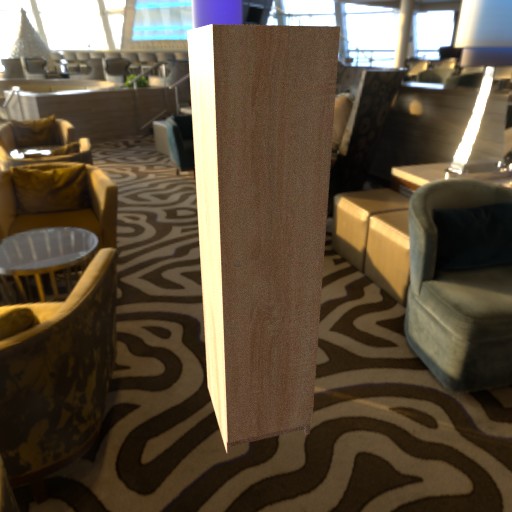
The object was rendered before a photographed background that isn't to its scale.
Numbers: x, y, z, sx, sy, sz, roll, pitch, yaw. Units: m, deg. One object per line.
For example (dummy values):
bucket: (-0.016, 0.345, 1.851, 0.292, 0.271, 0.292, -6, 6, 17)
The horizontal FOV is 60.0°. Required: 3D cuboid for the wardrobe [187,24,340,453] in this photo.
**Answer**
wardrobe: (0.000, 0.000, 2.319, 0.496, 2.117, 0.588, -7, 26, -15)
